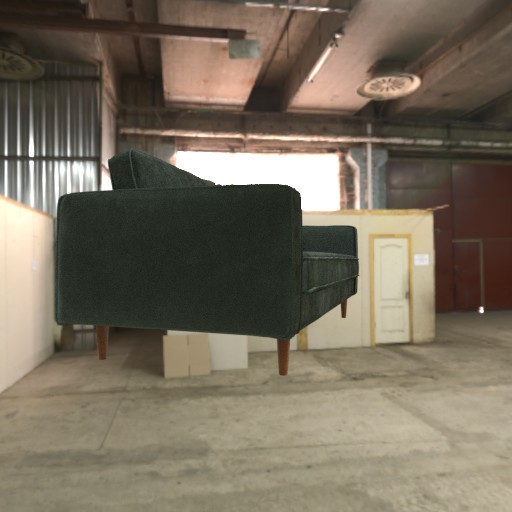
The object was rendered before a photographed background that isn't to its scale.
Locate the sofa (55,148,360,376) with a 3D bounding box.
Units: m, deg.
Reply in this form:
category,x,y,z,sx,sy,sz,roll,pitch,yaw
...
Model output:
category,x,y,z,sx,sy,sz,roll,pitch,yaw
sofa,0.000,0.000,2.245,0.886,0.781,1.816,0,-1,19
